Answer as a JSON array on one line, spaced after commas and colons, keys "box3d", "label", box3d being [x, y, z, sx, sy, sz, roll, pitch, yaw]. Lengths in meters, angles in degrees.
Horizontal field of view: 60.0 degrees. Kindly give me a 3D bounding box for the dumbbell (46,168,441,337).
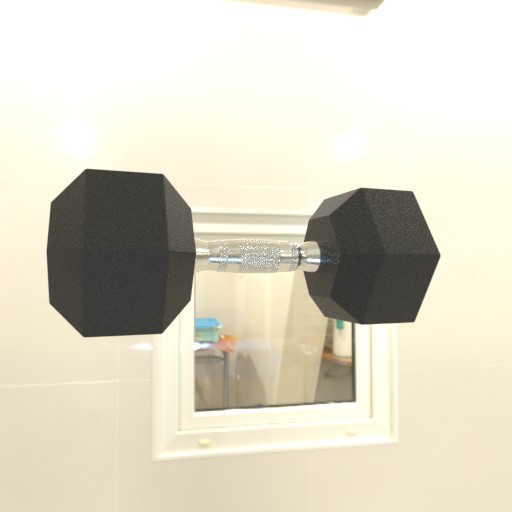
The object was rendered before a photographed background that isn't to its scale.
[{"box3d": [0.000, 0.000, 0.402, 0.337, 0.123, 0.142, 1, -2, -19], "label": "dumbbell"}]
